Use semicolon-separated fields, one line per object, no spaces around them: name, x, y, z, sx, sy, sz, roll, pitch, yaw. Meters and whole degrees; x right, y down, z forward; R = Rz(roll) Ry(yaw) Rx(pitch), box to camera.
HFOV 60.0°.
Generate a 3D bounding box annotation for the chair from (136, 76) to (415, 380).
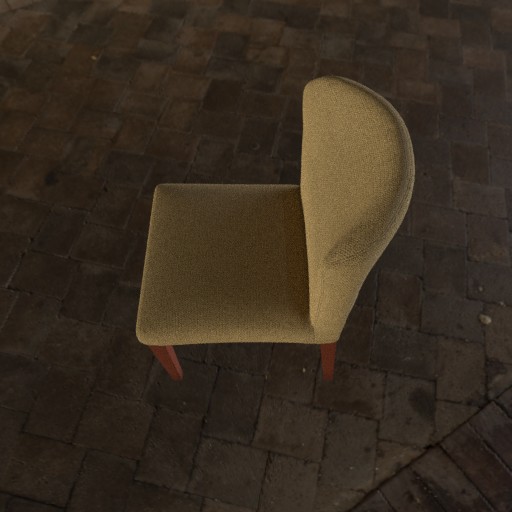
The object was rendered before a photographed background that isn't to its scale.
chair;0.000;0.000;1.182;0.589;0.839;0.491;0;59;0
